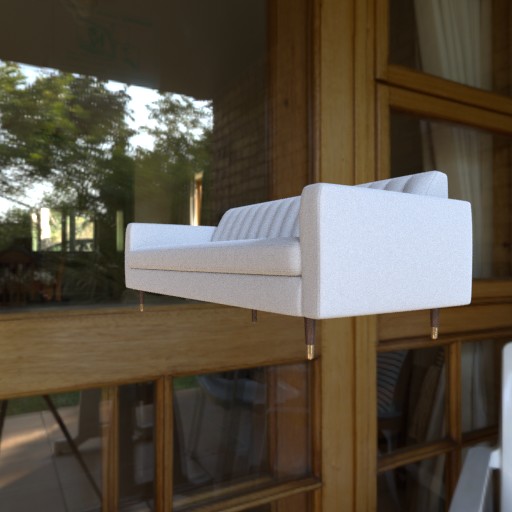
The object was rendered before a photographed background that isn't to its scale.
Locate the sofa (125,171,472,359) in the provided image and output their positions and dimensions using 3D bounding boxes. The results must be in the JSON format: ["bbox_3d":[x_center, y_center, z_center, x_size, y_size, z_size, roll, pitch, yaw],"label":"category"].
[{"bbox_3d":[0.000,0.000,2.745,0.990,0.821,2.291,0,-1,-34],"label":"sofa"}]
